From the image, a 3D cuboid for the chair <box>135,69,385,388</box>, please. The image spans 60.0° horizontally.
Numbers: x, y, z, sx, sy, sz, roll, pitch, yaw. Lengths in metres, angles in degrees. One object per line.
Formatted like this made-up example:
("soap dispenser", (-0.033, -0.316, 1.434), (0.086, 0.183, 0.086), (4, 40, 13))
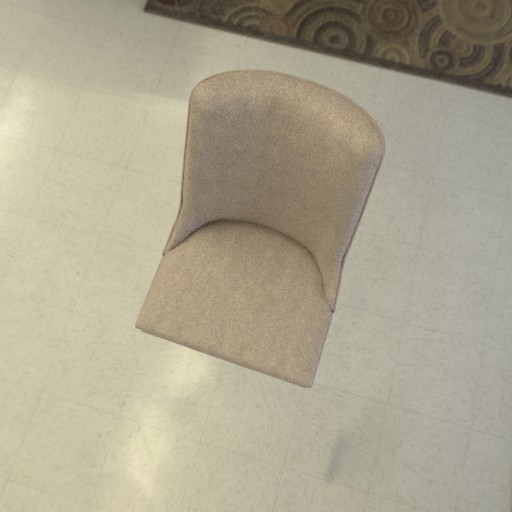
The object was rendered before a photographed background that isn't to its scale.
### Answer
("chair", (0.000, 0.000, 1.326), (0.548, 0.916, 0.636), (18, 78, 4))
